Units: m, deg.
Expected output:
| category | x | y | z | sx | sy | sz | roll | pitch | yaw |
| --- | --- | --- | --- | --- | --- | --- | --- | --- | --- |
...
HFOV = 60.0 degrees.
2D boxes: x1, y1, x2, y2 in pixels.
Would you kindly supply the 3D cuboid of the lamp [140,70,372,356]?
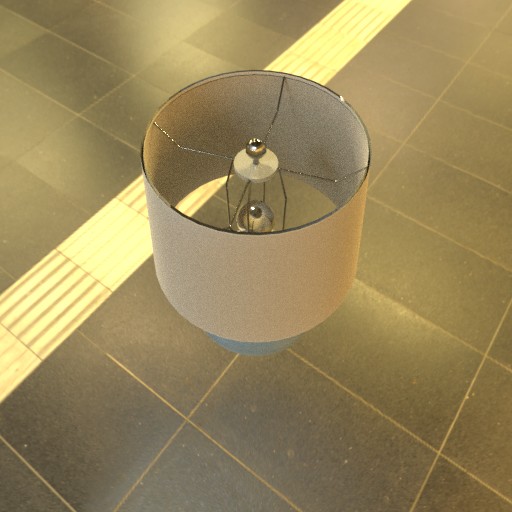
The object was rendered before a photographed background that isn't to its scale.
| category | x | y | z | sx | sy | sz | roll | pitch | yaw |
| --- | --- | --- | --- | --- | --- | --- | --- | --- | --- |
| lamp | 0.000 | 0.000 | 0.560 | 0.247 | 0.387 | 0.247 | 0 | 58 | 0 |
